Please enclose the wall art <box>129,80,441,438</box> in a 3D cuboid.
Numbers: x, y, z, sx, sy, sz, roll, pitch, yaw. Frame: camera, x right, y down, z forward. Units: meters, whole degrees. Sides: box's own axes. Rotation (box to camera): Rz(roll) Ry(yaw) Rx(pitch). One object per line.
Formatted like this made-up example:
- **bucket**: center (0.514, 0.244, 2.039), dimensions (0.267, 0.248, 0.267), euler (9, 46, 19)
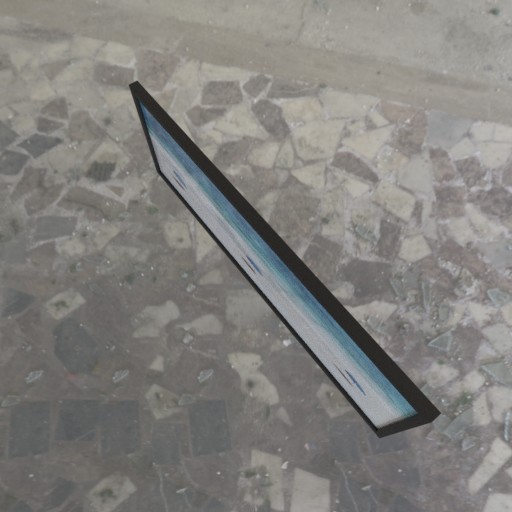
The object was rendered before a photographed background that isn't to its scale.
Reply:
- **wall art**: center (0.000, 0.000, 1.709), dimensions (0.041, 0.554, 1.572), euler (-35, 69, -16)
